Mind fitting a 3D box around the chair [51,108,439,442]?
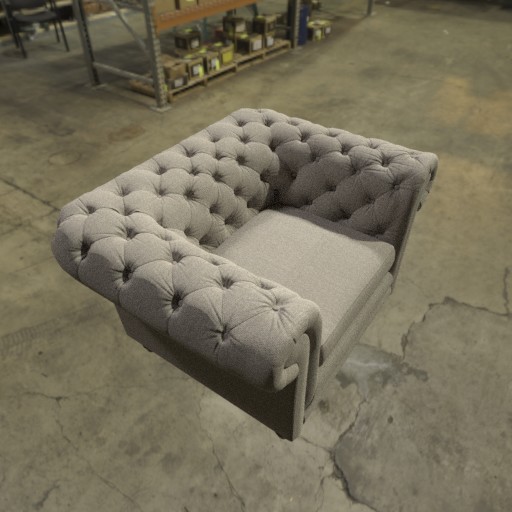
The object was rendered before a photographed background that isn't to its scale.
[{"bbox_3d":[0.000,0.000,1.833,0.976,0.770,1.270,25,46,26],"label":"chair"}]
